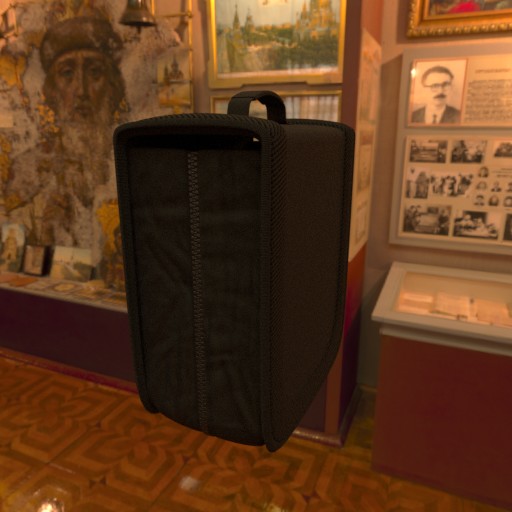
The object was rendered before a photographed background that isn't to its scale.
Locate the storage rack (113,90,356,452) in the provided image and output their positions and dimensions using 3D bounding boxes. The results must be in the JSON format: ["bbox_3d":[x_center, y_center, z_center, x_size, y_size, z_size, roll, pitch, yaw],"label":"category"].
[{"bbox_3d":[0.000,0.000,0.554,0.168,0.387,0.297,7,18,24],"label":"storage rack"}]
